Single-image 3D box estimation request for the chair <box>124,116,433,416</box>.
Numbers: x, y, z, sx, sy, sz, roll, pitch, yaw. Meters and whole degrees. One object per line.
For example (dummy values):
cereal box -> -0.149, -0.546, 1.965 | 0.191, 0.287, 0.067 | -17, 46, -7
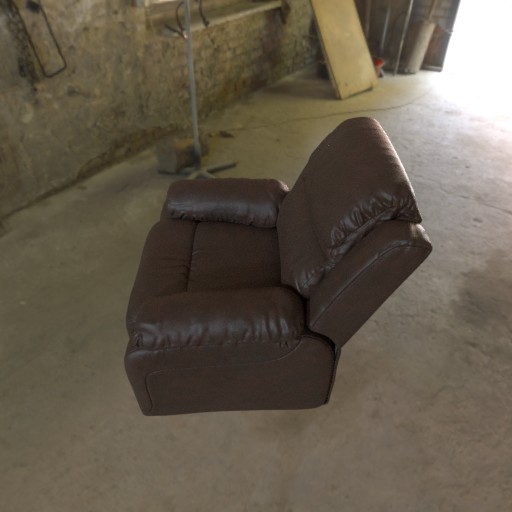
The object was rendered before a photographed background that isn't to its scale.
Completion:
chair -> 0.000, 0.000, 1.262 | 0.707, 0.702, 0.680 | 0, 41, -1
